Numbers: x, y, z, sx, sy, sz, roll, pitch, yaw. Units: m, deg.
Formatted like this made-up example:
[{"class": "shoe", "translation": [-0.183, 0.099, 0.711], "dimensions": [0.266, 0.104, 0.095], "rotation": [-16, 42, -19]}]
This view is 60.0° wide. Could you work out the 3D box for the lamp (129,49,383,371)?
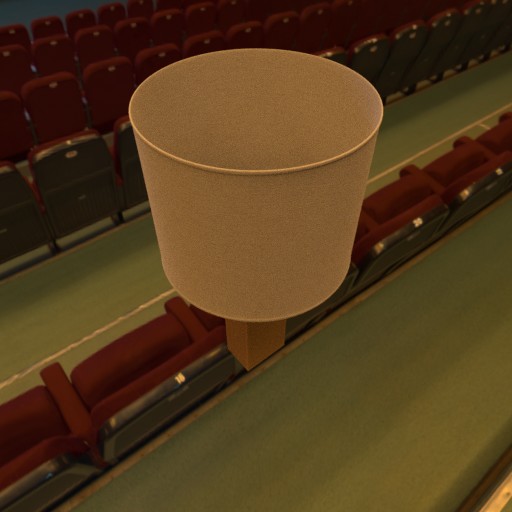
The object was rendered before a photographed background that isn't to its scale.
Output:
[{"class": "lamp", "translation": [0.000, 0.000, 0.556], "dimensions": [0.229, 0.417, 0.229], "rotation": [-30, 53, -26]}]
